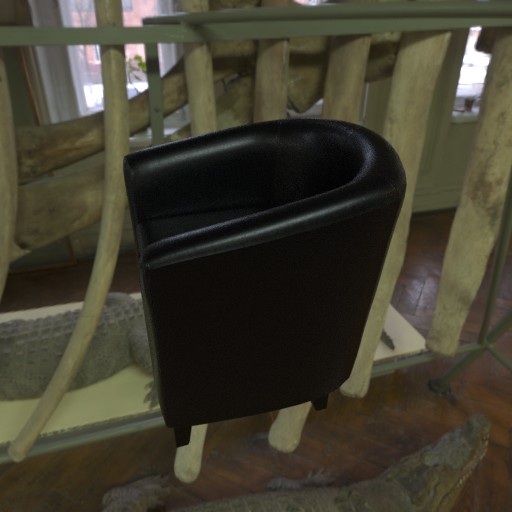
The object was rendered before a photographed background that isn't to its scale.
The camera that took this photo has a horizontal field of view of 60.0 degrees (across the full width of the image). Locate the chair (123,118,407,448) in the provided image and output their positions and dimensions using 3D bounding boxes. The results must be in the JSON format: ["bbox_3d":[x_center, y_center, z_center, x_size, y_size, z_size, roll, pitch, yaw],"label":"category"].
[{"bbox_3d":[0.000,0.000,1.399,0.727,0.756,0.793,-9,30,-15],"label":"chair"}]
